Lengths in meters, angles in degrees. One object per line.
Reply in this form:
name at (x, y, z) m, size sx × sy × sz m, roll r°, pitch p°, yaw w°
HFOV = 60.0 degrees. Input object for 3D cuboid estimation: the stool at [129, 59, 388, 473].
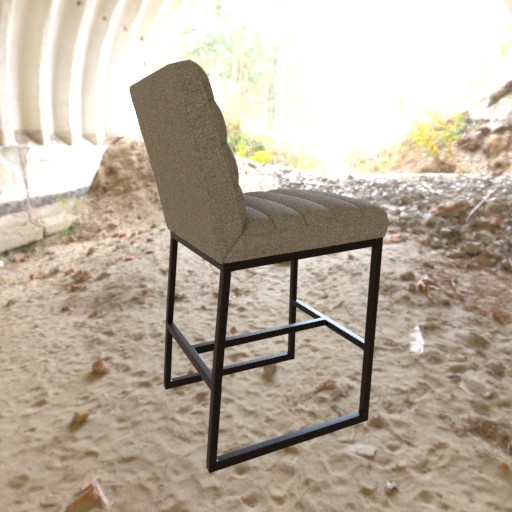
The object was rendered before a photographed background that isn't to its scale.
stool at (0.000, 0.000, 1.249) m, size 0.560 × 0.940 × 0.460 m, roll -7°, pitch 16°, yaw -25°
